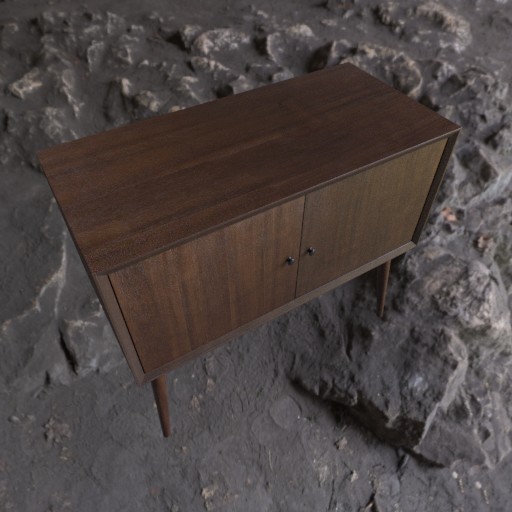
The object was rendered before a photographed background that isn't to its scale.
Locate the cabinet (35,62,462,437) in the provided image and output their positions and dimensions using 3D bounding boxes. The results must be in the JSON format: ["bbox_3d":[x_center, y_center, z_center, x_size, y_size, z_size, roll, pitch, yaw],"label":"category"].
[{"bbox_3d":[0.000,0.000,1.087,0.743,0.654,0.354,-24,51,-21],"label":"cabinet"}]
